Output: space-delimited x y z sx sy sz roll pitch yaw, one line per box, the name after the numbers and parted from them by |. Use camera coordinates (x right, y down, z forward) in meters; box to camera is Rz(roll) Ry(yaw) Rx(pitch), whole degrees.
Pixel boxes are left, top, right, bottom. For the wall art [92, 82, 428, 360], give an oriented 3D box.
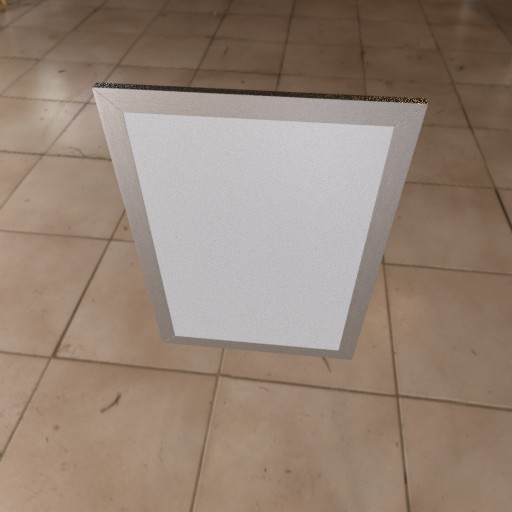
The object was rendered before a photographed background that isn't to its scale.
0.000 0.000 0.688 0.376 0.529 0.013 4 46 4 | wall art
